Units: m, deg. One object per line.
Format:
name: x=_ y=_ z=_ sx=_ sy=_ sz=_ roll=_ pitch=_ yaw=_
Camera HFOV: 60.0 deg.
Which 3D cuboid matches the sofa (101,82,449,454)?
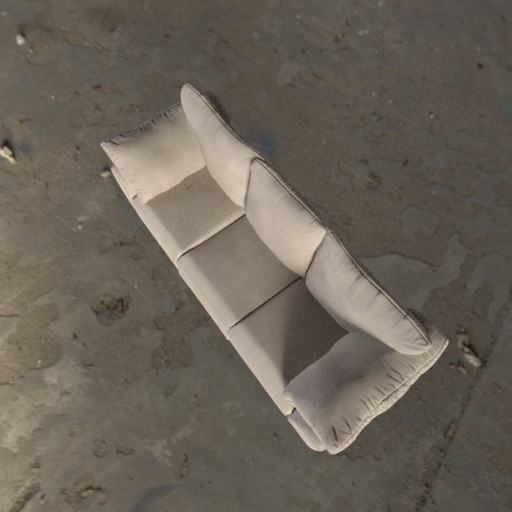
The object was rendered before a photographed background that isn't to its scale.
sofa: x=0.000 y=0.000 z=2.826 sx=0.878 sy=0.996 sz=2.334 roll=-33 pitch=68 yaw=-15
